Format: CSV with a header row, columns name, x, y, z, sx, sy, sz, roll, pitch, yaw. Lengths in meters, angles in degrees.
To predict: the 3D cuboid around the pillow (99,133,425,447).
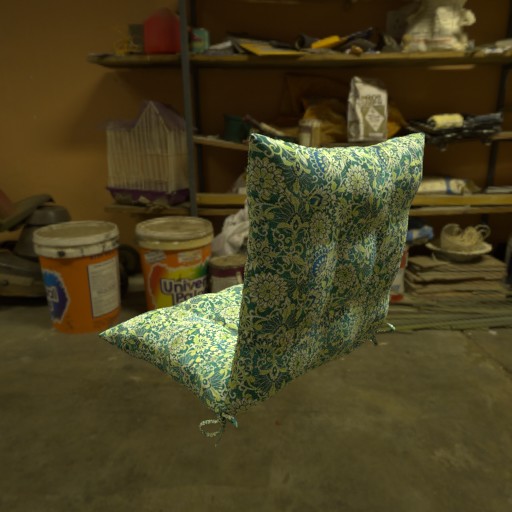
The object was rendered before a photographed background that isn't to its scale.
name,x,y,z,sx,sy,sz,roll,pitch,yaw
pillow,0.000,0.000,0.990,0.541,0.536,0.585,-15,22,-42
